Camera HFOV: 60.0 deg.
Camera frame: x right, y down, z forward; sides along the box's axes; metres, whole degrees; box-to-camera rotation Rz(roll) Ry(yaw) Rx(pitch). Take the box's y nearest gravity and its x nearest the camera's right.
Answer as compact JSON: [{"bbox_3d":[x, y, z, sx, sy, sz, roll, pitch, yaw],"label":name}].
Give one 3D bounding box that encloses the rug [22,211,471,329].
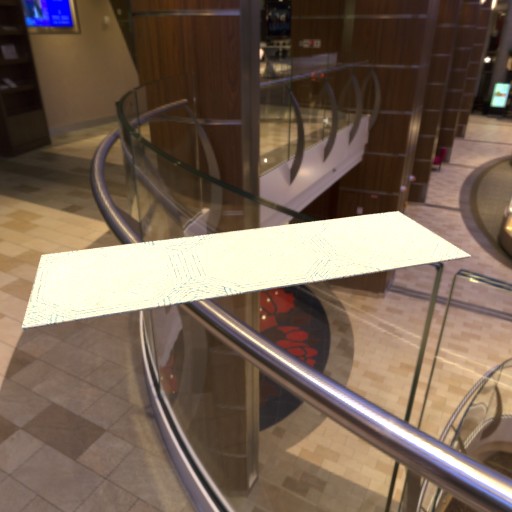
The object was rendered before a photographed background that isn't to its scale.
[{"bbox_3d":[0.000,0.000,2.650,2.452,0.012,0.775,-8,28,-15],"label":"rug"}]
